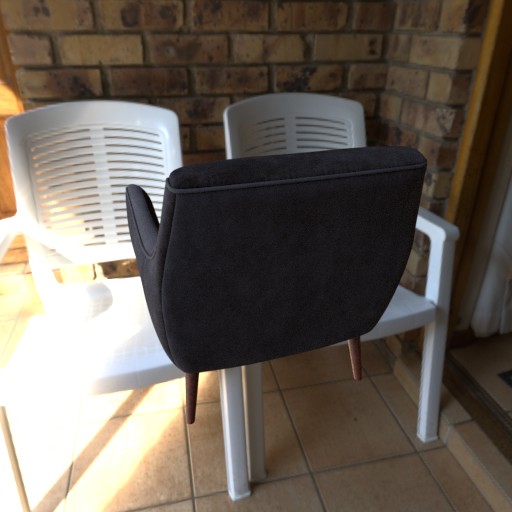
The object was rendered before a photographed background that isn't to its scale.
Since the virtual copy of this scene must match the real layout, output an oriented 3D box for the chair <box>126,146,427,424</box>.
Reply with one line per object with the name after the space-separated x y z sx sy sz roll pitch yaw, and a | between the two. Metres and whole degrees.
0.000 0.000 1.461 0.762 0.838 0.787 -9 29 -16 | chair
